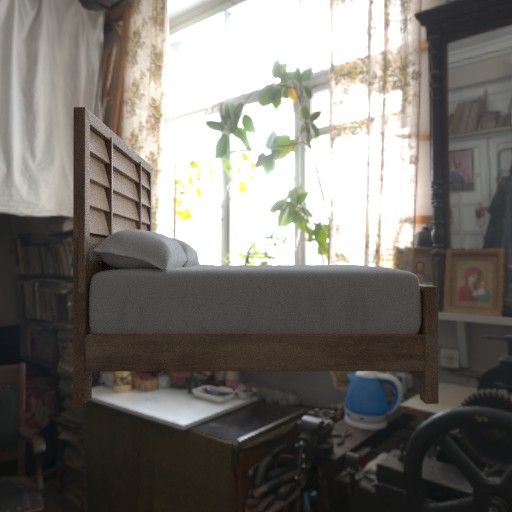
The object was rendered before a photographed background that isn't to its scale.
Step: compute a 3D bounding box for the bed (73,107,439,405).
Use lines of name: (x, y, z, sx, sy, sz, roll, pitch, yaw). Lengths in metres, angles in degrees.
bed: (0.000, 0.000, 3.238, 2.017, 1.631, 1.615, 0, 0, 0)
